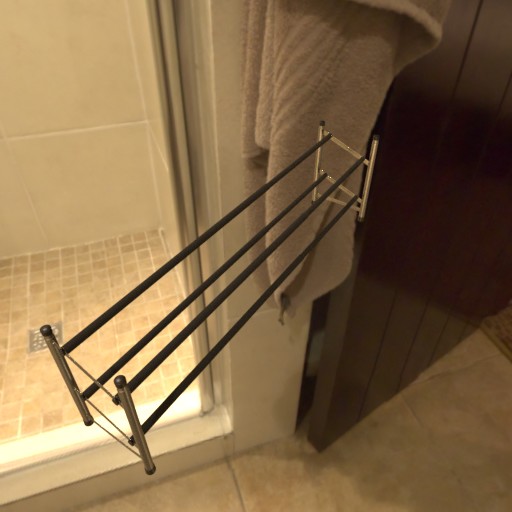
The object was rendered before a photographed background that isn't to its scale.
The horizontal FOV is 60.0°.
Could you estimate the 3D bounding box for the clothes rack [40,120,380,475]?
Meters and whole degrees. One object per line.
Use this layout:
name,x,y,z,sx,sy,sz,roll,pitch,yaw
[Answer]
clothes rack,0.000,0.000,1.281,0.229,0.349,1.168,24,46,25
